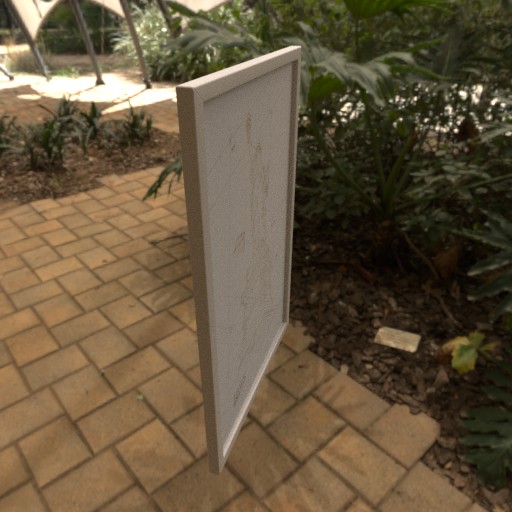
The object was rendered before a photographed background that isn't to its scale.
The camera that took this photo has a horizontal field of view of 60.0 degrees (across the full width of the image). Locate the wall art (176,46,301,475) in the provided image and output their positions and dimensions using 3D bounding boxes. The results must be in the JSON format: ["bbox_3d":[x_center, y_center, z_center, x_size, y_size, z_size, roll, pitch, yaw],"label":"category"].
[{"bbox_3d":[0.000,0.000,1.000,0.026,0.813,0.556,10,32,17],"label":"wall art"}]
